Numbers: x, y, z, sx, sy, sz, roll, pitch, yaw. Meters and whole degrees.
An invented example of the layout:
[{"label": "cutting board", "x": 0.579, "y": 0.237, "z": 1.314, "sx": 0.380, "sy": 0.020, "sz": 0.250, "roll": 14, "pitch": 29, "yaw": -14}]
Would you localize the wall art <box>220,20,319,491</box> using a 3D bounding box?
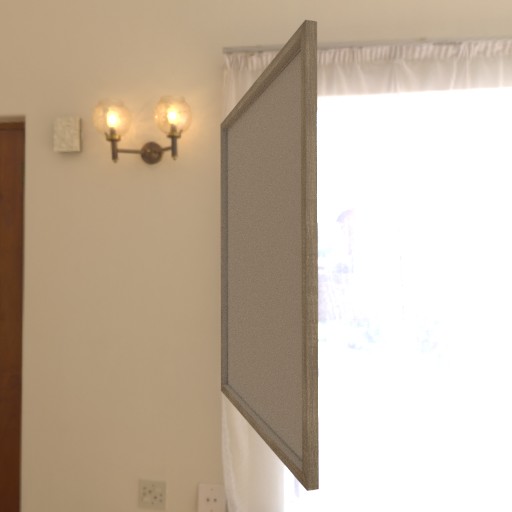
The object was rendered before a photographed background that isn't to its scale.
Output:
[{"label": "wall art", "x": 0.000, "y": 0.000, "z": 1.335, "sx": 0.035, "sy": 1.022, "sz": 0.781, "roll": 0, "pitch": -1, "yaw": -19}]
